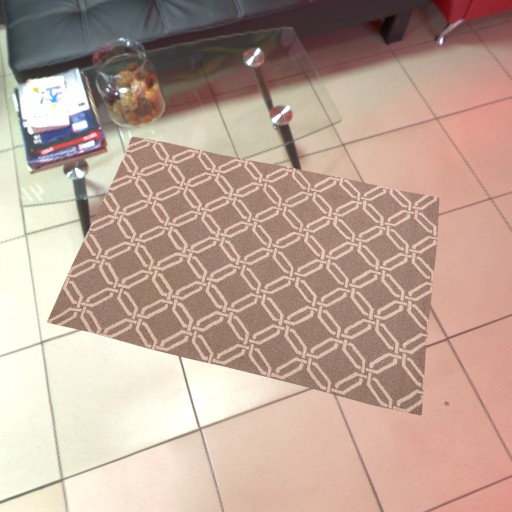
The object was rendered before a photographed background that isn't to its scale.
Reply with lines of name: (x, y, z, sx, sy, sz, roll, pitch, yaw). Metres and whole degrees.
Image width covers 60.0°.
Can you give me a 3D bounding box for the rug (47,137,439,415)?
rug: (0.000, 0.000, 2.215, 1.748, 0.010, 1.142, 12, 65, 6)
